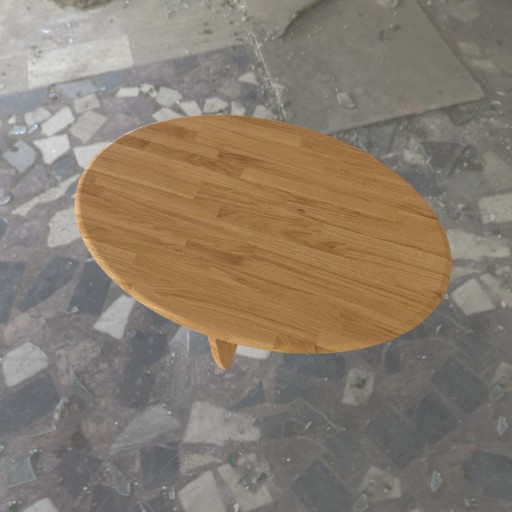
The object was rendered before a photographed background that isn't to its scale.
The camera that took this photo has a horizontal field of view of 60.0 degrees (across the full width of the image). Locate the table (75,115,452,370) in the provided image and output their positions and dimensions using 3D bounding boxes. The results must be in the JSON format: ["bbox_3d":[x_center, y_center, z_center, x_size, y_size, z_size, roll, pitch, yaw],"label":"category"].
[{"bbox_3d":[0.000,0.000,1.396,1.040,0.490,0.690,17,64,8],"label":"table"}]
